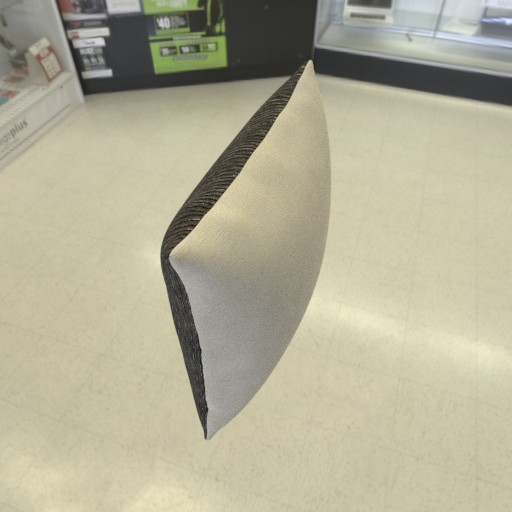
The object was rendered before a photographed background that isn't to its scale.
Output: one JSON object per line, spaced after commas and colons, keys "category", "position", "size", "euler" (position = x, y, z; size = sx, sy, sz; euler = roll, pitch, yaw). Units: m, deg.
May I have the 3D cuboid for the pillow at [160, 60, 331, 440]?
{"category": "pillow", "position": [0.000, 0.000, 0.682], "size": [0.196, 0.434, 0.433], "euler": [16, 49, 14]}
